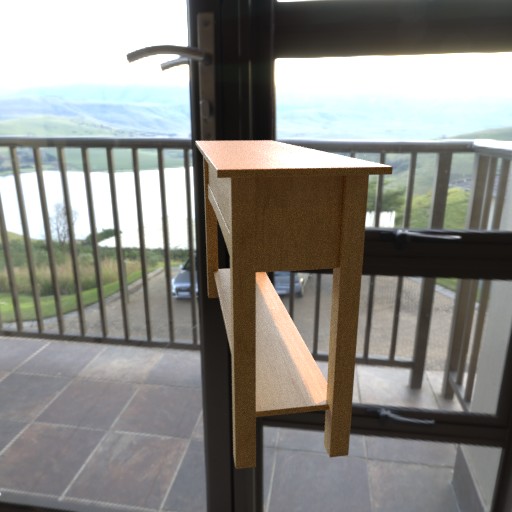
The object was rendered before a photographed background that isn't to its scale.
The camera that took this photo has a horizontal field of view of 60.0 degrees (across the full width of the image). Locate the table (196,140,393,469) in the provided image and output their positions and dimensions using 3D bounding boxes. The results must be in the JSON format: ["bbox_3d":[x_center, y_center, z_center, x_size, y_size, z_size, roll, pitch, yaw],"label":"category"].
[{"bbox_3d":[0.000,0.000,1.546,0.350,0.730,1.240,-3,17,-9],"label":"table"}]
